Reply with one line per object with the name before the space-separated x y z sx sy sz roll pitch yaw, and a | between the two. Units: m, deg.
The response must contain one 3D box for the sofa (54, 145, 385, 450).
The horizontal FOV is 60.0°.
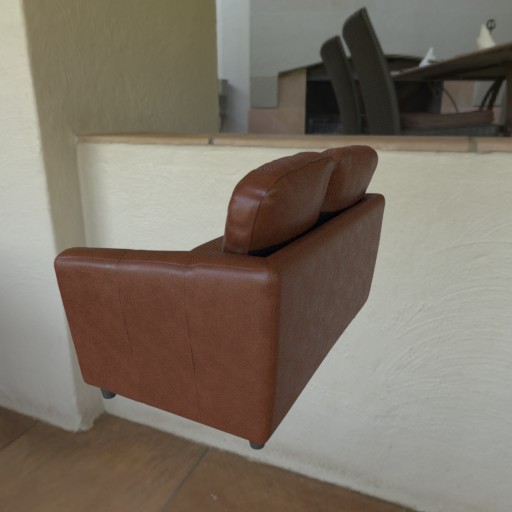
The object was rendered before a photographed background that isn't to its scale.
sofa | 0.000 0.000 1.893 0.805 0.906 1.406 8 19 26
